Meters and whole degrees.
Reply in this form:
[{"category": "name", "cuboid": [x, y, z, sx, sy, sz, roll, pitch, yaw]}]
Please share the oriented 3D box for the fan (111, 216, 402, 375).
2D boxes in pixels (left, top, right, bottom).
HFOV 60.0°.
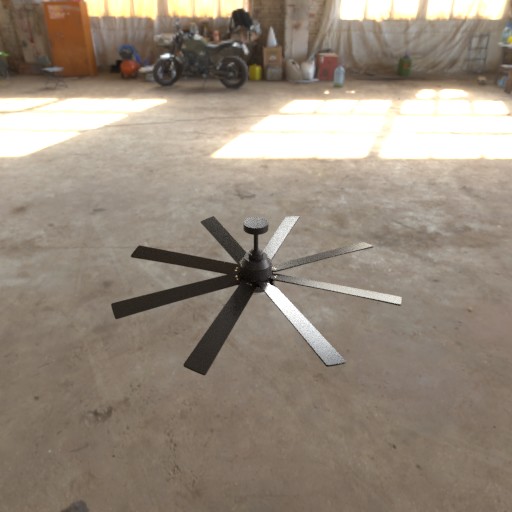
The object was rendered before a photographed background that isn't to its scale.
[{"category": "fan", "cuboid": [0.000, 0.000, 2.825, 1.830, 0.472, 1.830, 10, 32, 16]}]
